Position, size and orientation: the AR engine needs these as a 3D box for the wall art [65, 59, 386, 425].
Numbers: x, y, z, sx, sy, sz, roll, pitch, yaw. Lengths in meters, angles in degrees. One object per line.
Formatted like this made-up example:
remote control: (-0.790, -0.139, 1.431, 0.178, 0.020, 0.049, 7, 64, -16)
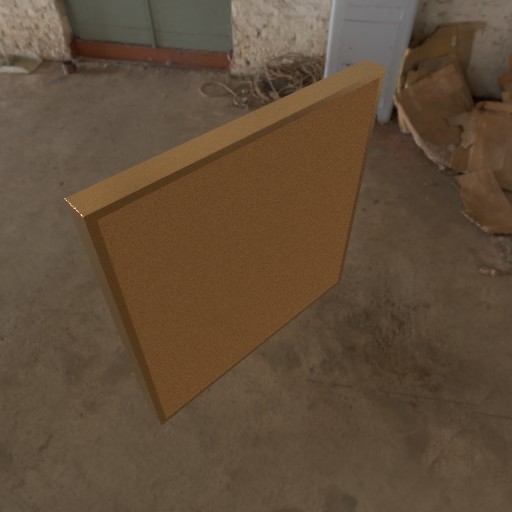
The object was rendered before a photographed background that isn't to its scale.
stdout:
wall art: (0.000, 0.000, 0.757, 0.509, 0.509, 0.040, -34, 55, -28)
